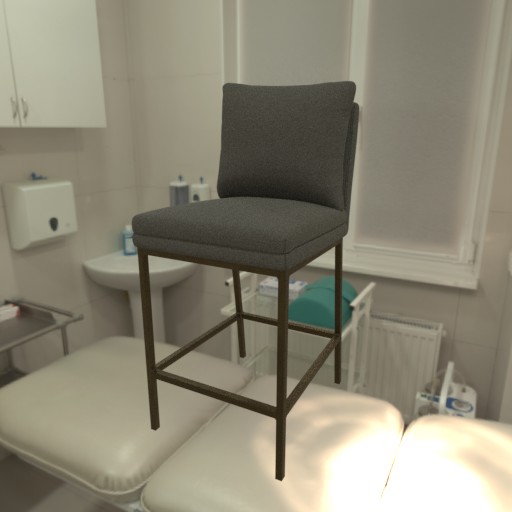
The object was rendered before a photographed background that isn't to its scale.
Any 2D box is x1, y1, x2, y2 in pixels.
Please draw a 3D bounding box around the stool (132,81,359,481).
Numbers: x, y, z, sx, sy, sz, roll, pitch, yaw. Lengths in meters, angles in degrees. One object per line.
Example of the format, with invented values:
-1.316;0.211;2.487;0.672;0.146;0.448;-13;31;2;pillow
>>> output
0.000;0.000;1.344;0.463;1.030;0.569;8;18;27;stool
